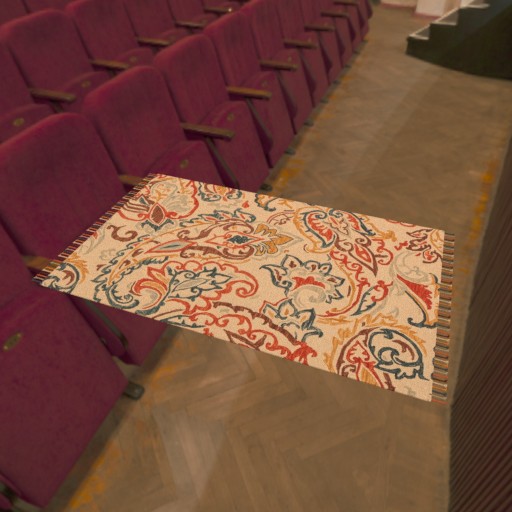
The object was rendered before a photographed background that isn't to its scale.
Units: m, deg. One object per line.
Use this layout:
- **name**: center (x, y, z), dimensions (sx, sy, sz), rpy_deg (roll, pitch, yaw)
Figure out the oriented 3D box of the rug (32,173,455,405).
- **rug**: center (0.000, 0.000, 3.095), dimensions (2.584, 0.010, 1.523), rpy_deg (13, 42, 16)
